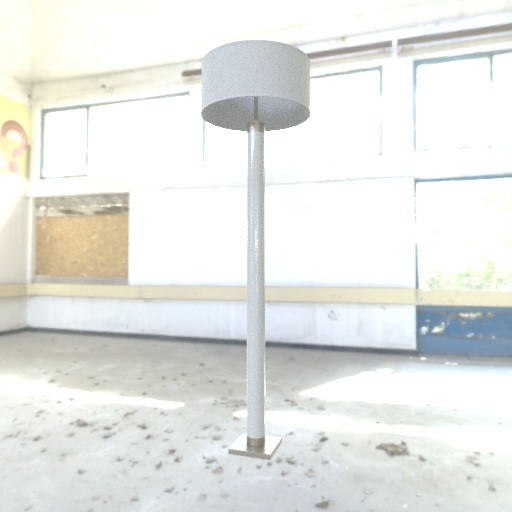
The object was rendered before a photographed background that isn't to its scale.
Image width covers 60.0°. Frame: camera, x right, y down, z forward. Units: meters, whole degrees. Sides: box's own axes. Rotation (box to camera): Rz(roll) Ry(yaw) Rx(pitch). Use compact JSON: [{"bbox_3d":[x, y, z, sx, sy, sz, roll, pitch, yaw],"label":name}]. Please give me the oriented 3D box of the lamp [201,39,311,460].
[{"bbox_3d":[0.000,0.000,1.699,0.420,1.475,0.420,0,-1,18],"label":"lamp"}]
